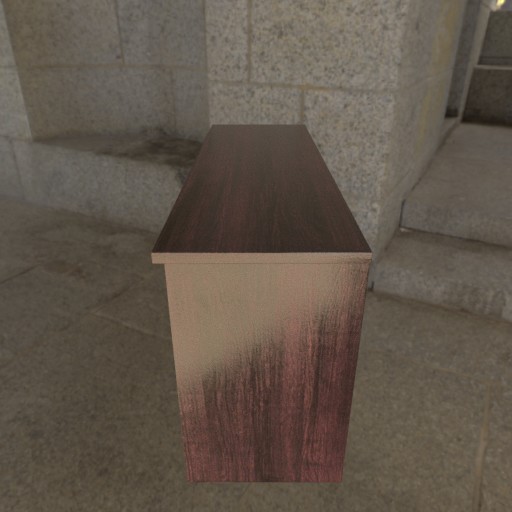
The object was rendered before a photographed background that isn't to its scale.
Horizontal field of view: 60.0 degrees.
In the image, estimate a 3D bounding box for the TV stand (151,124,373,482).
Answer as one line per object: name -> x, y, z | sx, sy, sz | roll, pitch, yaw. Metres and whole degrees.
TV stand -> 0.000, 0.000, 1.435 | 0.404, 0.614, 1.192 | 0, 27, 0
